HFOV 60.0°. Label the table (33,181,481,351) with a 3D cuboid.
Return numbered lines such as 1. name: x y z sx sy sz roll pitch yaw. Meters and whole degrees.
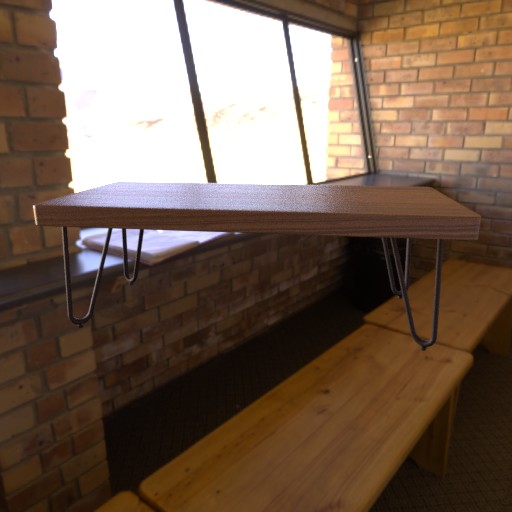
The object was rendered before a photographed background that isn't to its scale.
1. table: 0.000 0.000 1.695 1.375 0.468 0.637 2 17 8
